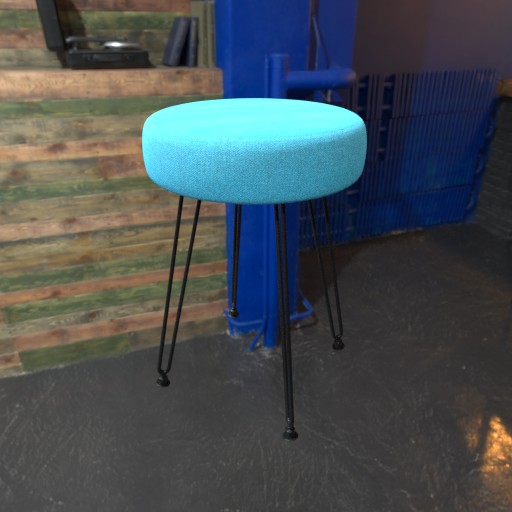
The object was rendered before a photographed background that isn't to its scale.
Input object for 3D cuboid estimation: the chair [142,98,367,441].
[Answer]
[{"bbox_3d":[0.000,0.000,0.690,0.350,0.440,0.350,-8,28,-15],"label":"chair"}]
